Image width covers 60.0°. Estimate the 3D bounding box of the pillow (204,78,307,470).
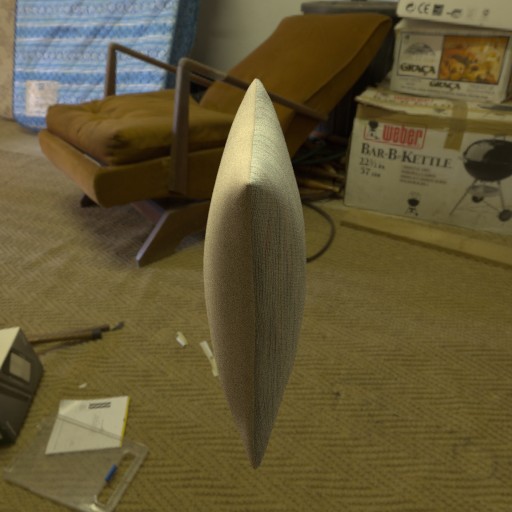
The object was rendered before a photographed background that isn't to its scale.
[{"bbox_3d":[0.000,0.000,0.797,0.178,0.506,0.512,1,33,1],"label":"pillow"}]
